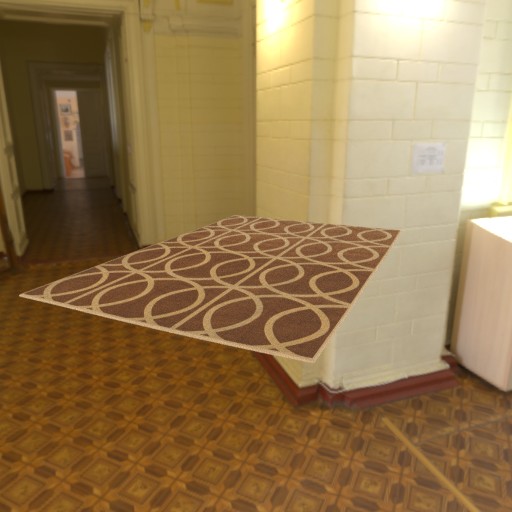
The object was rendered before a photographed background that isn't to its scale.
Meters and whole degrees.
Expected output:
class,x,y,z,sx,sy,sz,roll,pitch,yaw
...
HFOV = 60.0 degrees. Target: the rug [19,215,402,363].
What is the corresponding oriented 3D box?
class,x,y,z,sx,sy,sz,roll,pitch,yaw
rug,0.000,0.000,2.862,1.528,0.014,2.294,7,18,24
